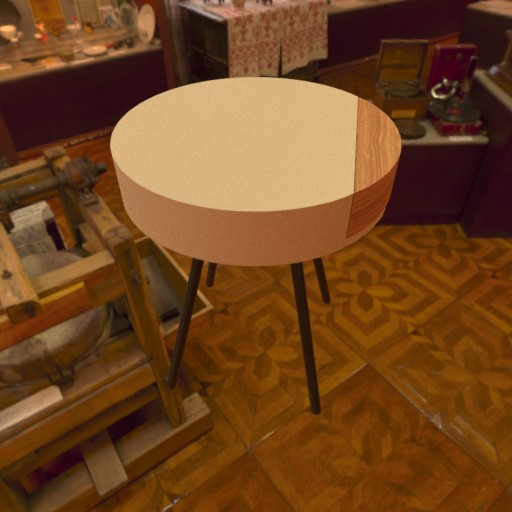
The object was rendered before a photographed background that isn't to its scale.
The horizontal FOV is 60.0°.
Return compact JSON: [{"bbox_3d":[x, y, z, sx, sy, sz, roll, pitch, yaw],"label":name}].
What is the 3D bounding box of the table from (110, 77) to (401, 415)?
[{"bbox_3d":[0.000,0.000,0.853,0.450,0.525,0.450,0,42,0],"label":"table"}]
